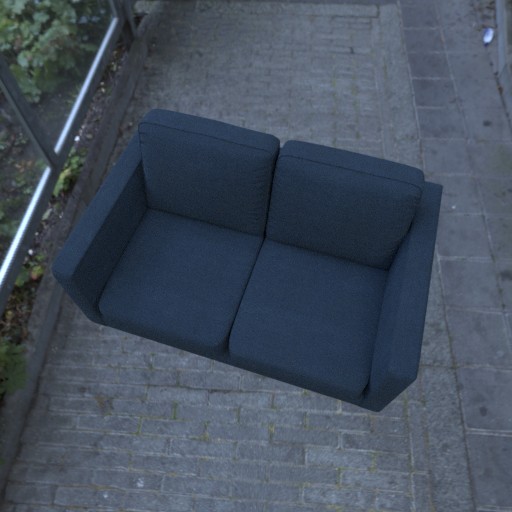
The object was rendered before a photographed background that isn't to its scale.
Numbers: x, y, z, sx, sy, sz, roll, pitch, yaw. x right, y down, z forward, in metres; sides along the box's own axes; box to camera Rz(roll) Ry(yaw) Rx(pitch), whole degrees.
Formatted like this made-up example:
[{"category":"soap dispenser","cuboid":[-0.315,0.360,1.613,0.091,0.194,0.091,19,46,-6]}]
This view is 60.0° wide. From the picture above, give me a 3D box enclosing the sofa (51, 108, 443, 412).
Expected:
[{"category":"sofa","cuboid":[0.000,0.000,2.146,1.518,0.930,0.999,15,60,9]}]
